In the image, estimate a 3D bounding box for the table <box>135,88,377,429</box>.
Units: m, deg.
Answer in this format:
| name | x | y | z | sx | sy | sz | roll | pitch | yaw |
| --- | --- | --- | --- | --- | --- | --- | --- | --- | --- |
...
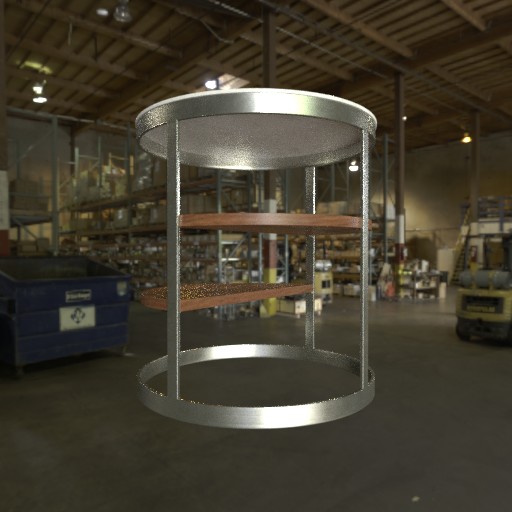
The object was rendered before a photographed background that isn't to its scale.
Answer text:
| name | x | y | z | sx | sy | sz | roll | pitch | yaw |
| --- | --- | --- | --- | --- | --- | --- | --- | --- | --- |
| table | 0.000 | 0.000 | 0.776 | 0.407 | 0.447 | 0.407 | 0 | 0 | 0 |
